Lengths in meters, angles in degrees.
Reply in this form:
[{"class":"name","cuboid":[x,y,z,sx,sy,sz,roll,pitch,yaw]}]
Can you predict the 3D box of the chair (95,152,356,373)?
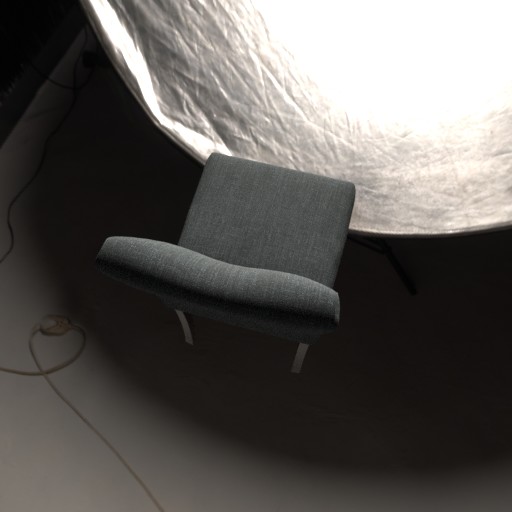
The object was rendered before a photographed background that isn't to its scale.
[{"class":"chair","cuboid":[0.000,0.000,1.268,0.487,0.884,0.629,14,64,7]}]
